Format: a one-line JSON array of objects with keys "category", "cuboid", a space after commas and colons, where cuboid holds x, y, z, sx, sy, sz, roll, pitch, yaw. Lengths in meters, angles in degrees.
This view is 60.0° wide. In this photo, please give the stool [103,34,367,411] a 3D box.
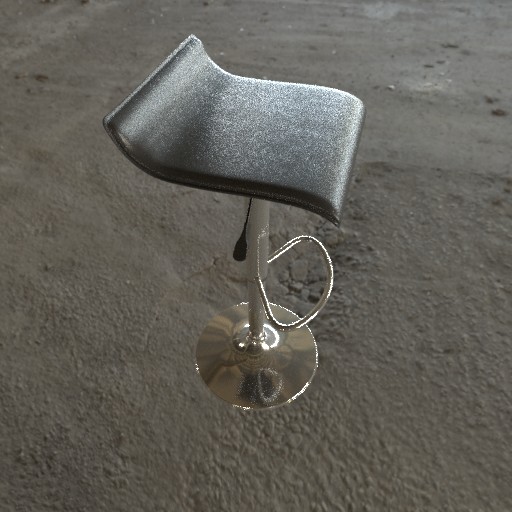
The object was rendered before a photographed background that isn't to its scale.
[{"category": "stool", "cuboid": [0.000, 0.000, 1.060, 0.381, 0.851, 0.381, 12, 47, 11]}]
